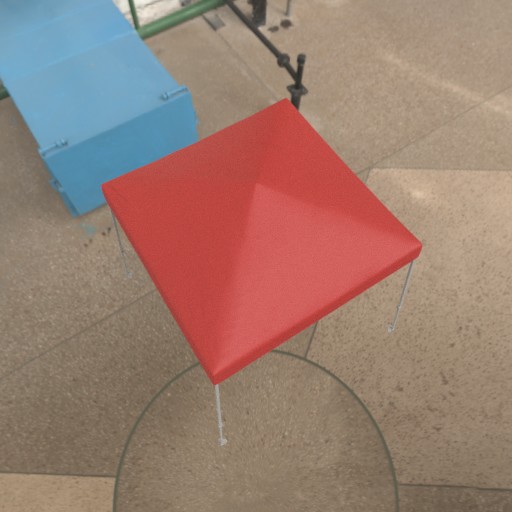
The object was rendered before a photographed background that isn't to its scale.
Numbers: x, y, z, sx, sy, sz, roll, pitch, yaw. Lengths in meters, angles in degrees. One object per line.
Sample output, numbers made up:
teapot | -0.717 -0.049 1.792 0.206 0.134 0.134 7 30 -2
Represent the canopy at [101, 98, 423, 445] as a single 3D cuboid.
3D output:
canopy | 0.000 0.000 6.639 3.599 3.600 3.600 -29 66 -14
